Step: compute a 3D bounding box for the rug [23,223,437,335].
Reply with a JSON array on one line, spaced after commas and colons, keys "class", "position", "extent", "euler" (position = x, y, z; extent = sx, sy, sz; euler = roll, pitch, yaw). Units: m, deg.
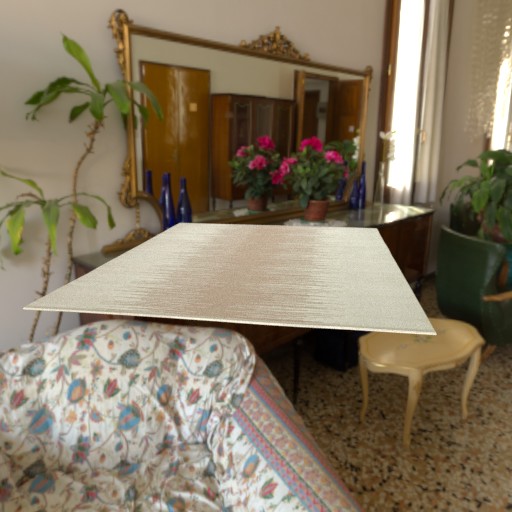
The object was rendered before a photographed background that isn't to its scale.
[{"class": "rug", "position": [0.000, 0.000, 4.008], "extent": [2.438, 0.013, 3.048], "euler": [2, 15, 9]}]
